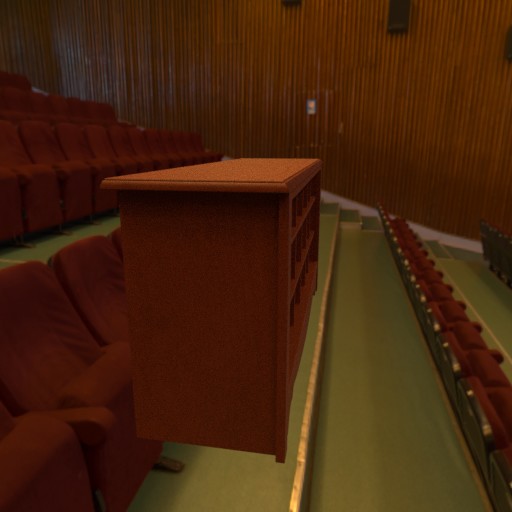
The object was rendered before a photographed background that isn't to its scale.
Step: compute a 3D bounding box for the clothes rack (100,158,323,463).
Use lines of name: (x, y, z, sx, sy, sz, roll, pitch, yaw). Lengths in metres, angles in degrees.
clothes rack: (0.000, 0.000, 1.472, 0.362, 0.594, 1.251, 3, 14, 11)
